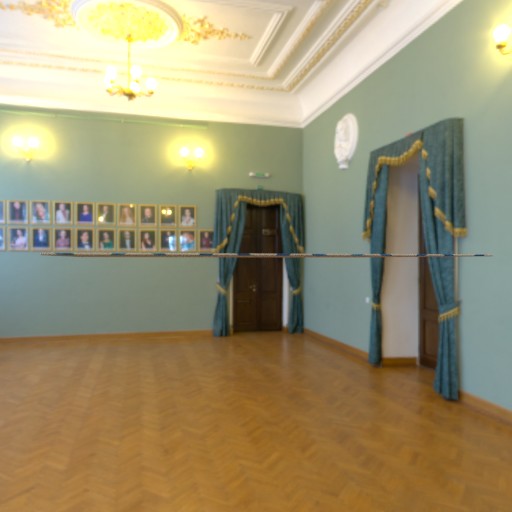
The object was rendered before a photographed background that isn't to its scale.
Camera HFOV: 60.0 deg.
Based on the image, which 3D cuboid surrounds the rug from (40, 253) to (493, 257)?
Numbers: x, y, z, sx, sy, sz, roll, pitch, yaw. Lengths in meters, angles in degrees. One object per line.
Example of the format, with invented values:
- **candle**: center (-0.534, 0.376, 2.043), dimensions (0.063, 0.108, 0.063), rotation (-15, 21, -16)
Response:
- **rug**: center (0.000, 0.000, 2.294), dimensions (1.830, 0.008, 1.225), rotation (0, 0, -16)
